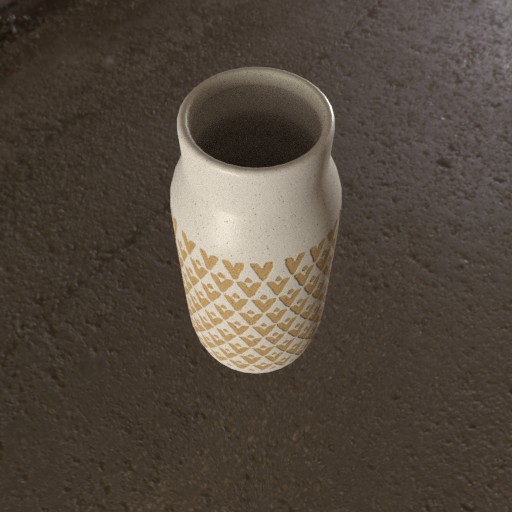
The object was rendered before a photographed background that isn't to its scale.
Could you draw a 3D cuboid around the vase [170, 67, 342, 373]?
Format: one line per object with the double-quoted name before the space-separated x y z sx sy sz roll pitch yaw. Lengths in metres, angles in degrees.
"vase" 0.000 0.000 0.382 0.137 0.307 0.137 0 58 0
